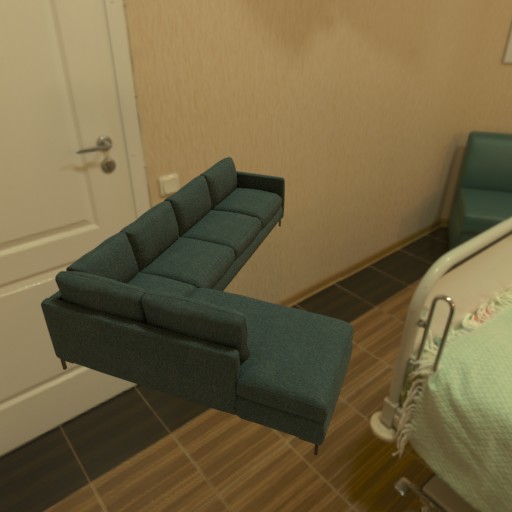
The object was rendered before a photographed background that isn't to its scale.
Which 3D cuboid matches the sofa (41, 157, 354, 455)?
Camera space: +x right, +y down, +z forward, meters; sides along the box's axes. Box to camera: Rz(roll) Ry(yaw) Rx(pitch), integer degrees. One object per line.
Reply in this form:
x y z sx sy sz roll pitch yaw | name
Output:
0.000 0.000 3.924 2.007 0.815 2.949 11 32 18 | sofa
